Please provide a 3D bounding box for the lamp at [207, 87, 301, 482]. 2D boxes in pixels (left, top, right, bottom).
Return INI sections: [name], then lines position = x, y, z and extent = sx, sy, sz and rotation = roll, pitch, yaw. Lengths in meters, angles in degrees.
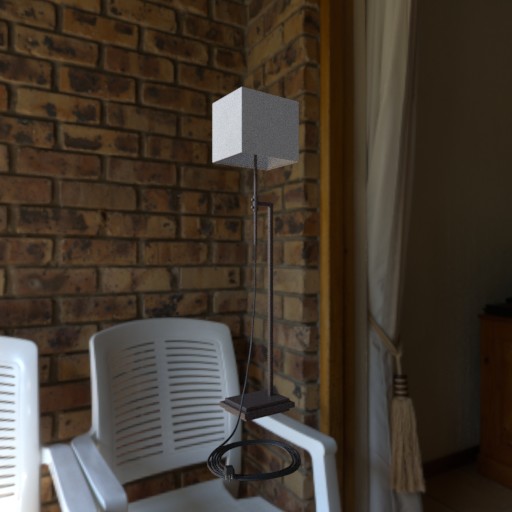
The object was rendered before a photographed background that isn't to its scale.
[lamp]
position = 0.000, 0.000, 2.002
extent = 0.698, 1.600, 0.774
rotation = 0, -1, -35
